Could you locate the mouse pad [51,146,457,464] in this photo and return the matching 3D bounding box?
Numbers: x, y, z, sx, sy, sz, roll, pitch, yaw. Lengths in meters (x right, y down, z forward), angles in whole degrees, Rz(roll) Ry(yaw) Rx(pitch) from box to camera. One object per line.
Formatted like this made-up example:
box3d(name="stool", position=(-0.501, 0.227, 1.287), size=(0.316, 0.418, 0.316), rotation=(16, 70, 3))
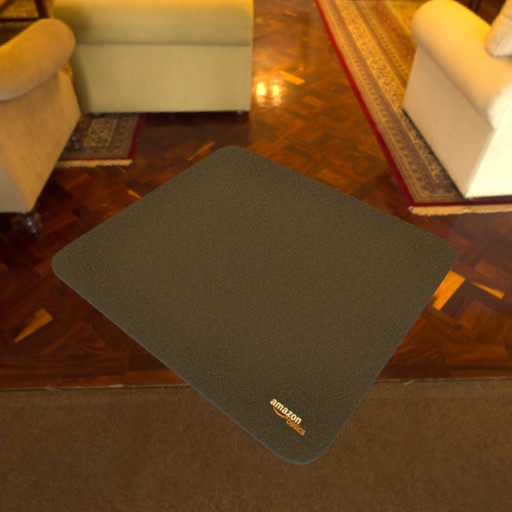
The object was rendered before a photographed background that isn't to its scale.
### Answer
box3d(name="mouse pad", position=(0.000, 0.000, 0.320), size=(0.229, 0.003, 0.203), rotation=(30, 53, 26))
